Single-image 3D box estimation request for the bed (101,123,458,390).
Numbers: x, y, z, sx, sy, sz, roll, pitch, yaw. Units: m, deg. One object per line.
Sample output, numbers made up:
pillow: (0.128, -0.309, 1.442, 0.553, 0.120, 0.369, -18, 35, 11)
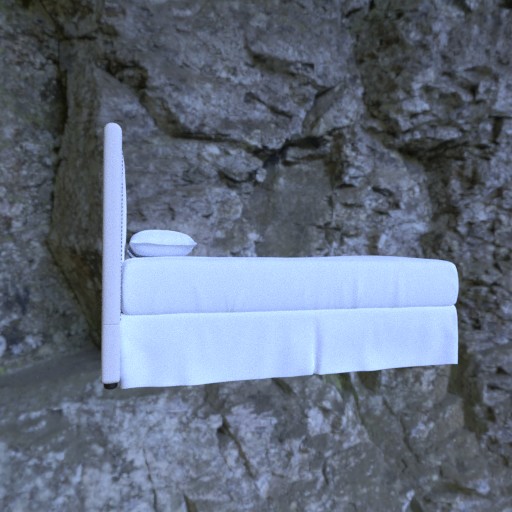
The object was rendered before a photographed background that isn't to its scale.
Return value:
bed: (0.000, 0.000, 3.429, 2.182, 1.421, 2.083, 1, -2, -17)
